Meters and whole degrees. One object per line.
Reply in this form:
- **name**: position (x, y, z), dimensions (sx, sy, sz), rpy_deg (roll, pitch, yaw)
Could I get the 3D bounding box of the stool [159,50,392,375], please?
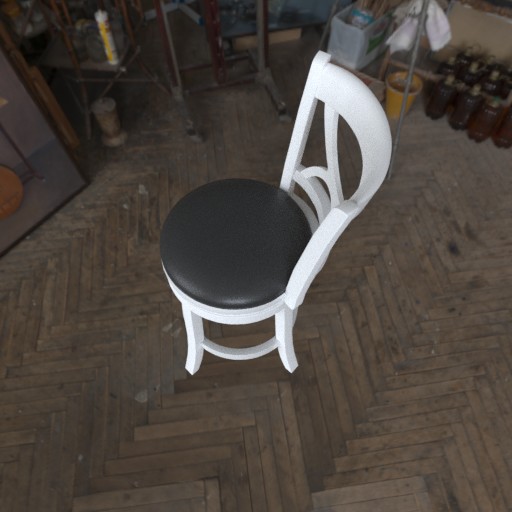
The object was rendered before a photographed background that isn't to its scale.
- **stool**: position (0.000, 0.000, 1.238), dimensions (0.508, 0.953, 0.444), rpy_deg (-1, 58, -1)
